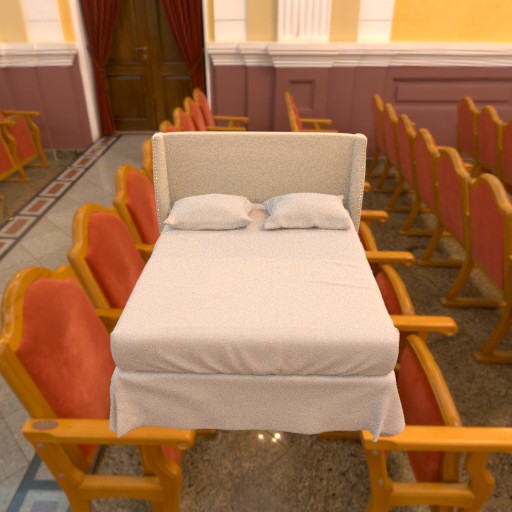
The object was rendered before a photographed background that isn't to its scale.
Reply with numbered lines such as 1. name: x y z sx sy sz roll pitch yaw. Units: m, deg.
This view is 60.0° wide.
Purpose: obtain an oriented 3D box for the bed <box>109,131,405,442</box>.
1. bed: 0.000 0.000 3.347 1.925 1.332 2.276 1 29 1
